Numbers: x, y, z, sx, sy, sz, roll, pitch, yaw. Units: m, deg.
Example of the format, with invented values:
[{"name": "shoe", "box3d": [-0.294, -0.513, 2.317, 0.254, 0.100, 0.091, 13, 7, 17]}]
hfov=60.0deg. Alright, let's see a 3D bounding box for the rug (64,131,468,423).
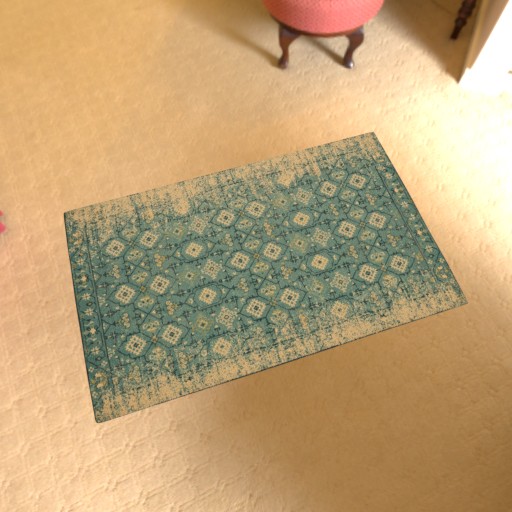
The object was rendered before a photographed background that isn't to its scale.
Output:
[{"name": "rug", "box3d": [0.000, 0.000, 2.227, 1.795, 0.008, 1.102, -16, 66, -7]}]
